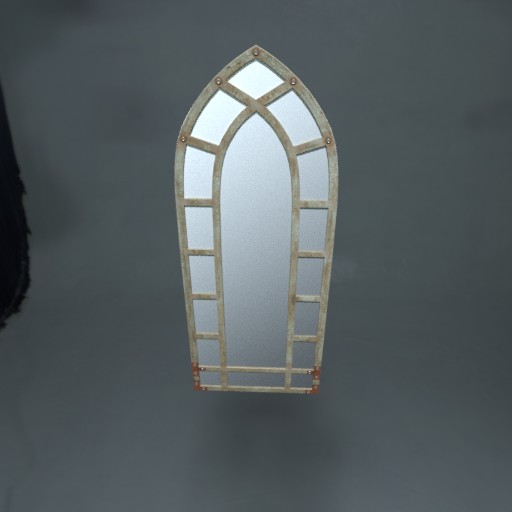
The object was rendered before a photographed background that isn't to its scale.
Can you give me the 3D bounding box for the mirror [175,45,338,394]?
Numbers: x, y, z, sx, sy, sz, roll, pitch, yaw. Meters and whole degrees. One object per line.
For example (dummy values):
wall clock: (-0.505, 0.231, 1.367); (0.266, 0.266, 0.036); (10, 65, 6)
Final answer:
mirror: (0.000, 0.000, 1.361); (0.464, 1.175, 0.025); (1, 31, 2)
